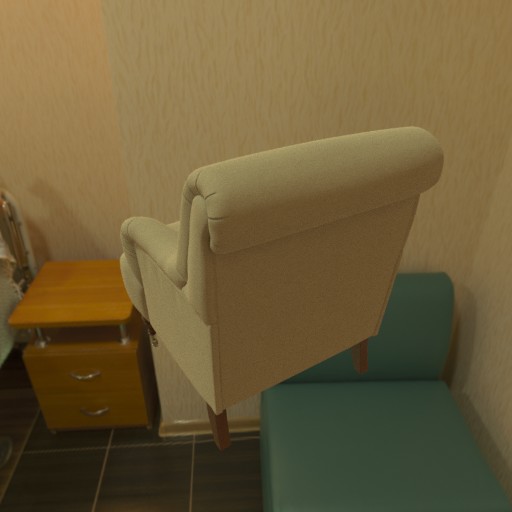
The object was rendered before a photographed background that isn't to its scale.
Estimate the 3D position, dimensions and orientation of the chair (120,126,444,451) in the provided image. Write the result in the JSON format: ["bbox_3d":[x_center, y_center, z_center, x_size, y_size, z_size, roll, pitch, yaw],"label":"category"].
[{"bbox_3d":[0.000,0.000,1.541,0.766,0.942,0.842,-18,34,-28],"label":"chair"}]
